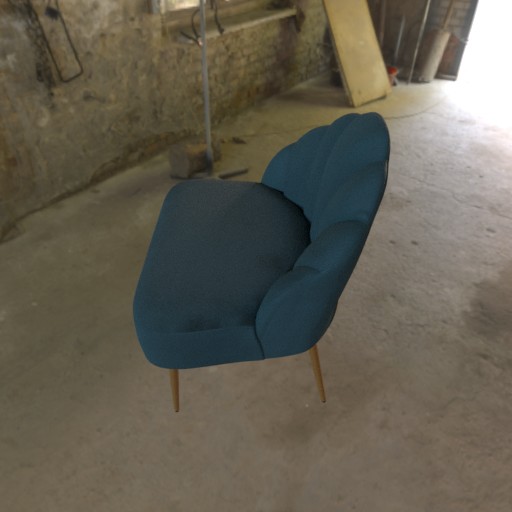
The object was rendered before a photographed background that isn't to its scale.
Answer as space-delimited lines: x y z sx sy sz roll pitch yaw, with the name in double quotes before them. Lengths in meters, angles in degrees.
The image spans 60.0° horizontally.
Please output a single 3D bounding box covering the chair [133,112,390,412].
"chair" 0.000 0.000 1.269 0.599 0.819 0.657 1 40 1
